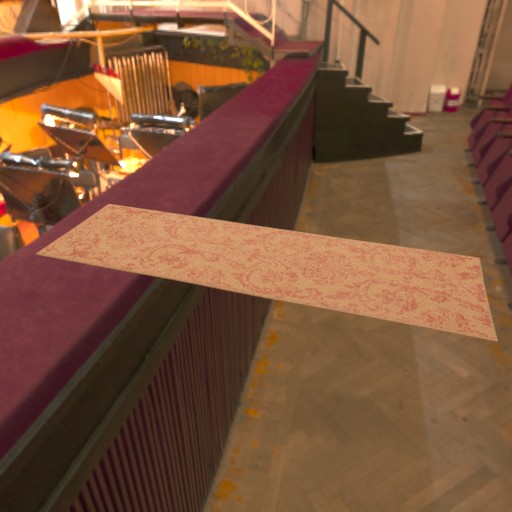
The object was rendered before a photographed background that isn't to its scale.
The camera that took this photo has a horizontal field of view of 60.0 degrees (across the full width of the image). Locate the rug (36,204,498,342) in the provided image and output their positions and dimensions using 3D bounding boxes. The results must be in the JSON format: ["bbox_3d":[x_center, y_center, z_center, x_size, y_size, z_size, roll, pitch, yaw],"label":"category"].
[{"bbox_3d":[0.000,0.000,2.287,2.196,0.011,0.662,9,32,15],"label":"rug"}]
